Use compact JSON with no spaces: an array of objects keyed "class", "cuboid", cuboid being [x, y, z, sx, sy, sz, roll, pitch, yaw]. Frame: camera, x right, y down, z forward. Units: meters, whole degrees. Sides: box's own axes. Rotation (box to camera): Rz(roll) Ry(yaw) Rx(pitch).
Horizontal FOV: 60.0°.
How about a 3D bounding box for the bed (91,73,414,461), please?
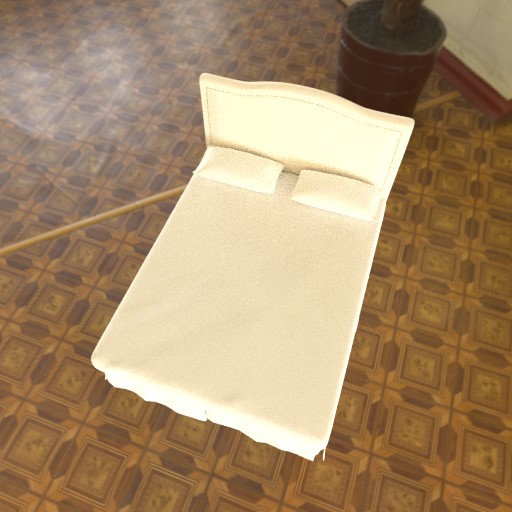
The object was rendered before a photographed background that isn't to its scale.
[{"class":"bed","cuboid":[0.000,0.000,3.373,1.821,1.436,2.282,16,59,10]}]
